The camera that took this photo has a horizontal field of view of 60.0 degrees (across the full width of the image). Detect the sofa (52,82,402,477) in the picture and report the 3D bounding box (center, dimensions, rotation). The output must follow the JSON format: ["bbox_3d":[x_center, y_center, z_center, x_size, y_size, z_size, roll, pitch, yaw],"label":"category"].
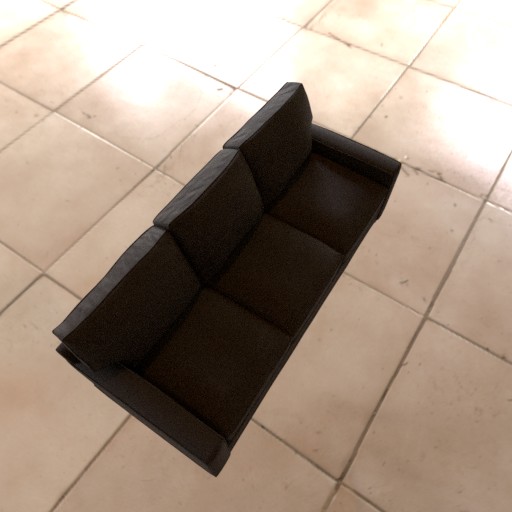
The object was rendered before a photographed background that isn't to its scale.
[{"bbox_3d":[0.000,0.000,2.883,1.004,0.978,2.369,29,63,17],"label":"sofa"}]
